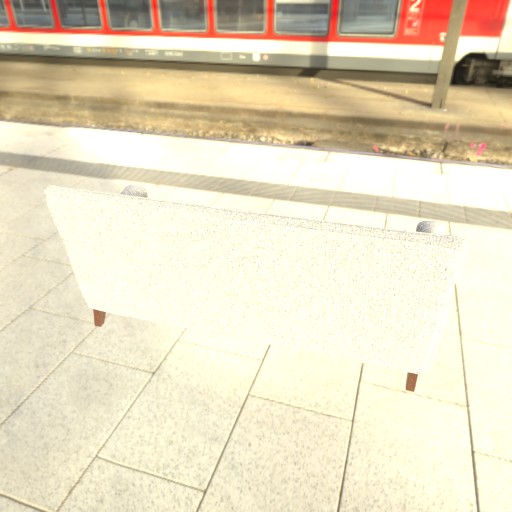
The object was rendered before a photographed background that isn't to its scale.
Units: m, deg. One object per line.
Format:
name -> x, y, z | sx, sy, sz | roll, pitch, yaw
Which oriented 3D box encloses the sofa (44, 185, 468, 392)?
sofa -> 0.000, 0.000, 2.549 | 2.026, 0.942, 0.854 | 9, 33, 14
